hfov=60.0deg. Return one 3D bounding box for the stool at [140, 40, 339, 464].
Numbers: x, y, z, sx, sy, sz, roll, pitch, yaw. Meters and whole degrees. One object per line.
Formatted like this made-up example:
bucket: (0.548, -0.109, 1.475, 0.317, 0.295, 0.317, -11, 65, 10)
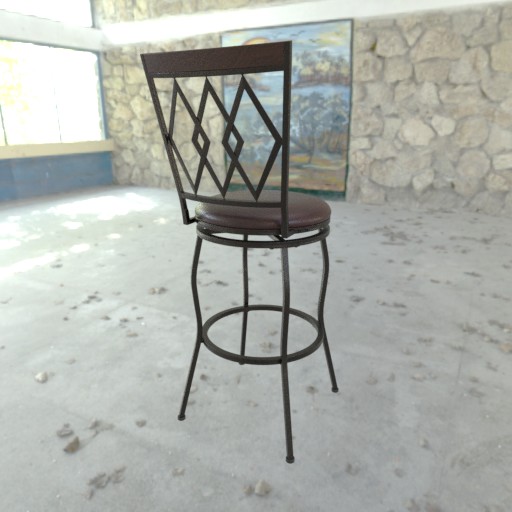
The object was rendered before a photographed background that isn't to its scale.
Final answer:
stool: (0.000, 0.000, 1.381, 0.432, 1.134, 0.521, 9, 19, 27)
